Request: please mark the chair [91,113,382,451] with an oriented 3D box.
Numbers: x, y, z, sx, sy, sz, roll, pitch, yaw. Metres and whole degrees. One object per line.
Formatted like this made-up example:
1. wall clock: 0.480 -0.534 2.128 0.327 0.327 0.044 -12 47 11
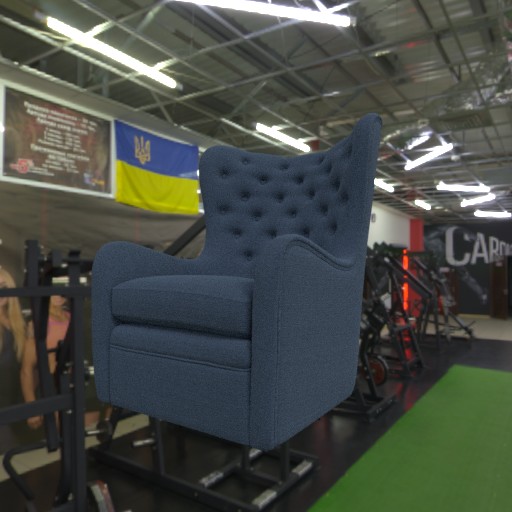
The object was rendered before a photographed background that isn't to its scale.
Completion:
1. chair: 0.000 0.000 1.709 0.831 1.079 0.930 -1 -2 36
